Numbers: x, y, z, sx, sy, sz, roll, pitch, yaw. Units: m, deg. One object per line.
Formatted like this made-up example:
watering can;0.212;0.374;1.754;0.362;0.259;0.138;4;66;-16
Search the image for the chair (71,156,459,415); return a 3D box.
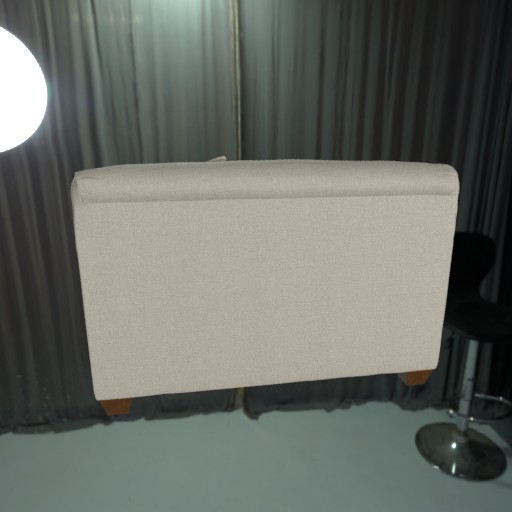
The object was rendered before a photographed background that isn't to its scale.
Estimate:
chair;0.000;0.000;2.079;1.383;0.948;1.000;-3;16;-9
